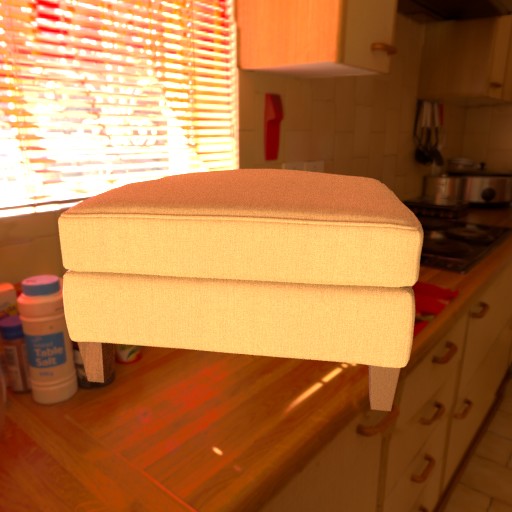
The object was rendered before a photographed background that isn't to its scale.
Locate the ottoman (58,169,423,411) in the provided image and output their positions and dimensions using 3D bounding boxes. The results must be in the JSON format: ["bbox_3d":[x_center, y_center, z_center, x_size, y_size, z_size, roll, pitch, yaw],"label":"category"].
[{"bbox_3d":[0.000,0.000,1.389,0.838,0.503,0.838,3,16,9],"label":"ottoman"}]
